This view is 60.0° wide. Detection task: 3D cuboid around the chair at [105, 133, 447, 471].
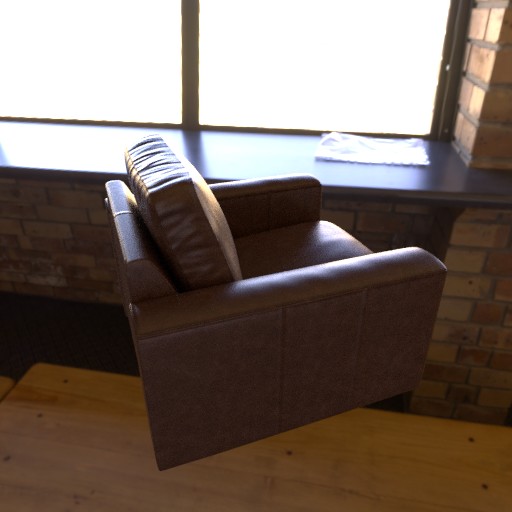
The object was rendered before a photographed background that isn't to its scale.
[{"bbox_3d":[0.000,0.000,1.718,1.016,0.873,1.005,-11,31,-18],"label":"chair"}]
